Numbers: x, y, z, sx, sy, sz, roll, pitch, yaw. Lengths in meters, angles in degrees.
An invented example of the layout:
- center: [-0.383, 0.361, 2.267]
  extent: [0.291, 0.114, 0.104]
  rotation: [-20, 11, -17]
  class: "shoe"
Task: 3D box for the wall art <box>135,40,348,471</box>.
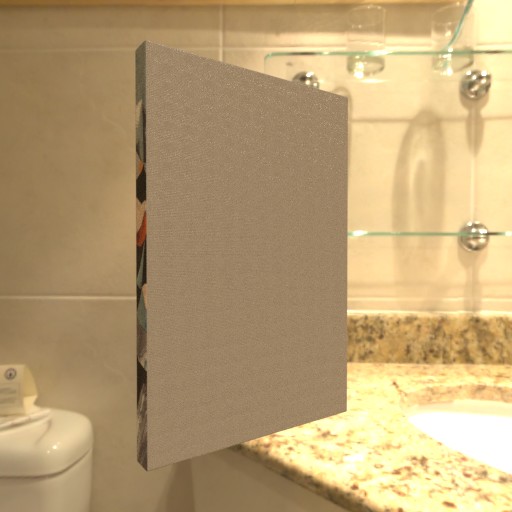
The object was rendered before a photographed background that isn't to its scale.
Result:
- center: [0.000, 0.000, 1.131]
  extent: [0.609, 0.911, 0.061]
  rotation: [-1, 1, -35]
  class: "wall art"
